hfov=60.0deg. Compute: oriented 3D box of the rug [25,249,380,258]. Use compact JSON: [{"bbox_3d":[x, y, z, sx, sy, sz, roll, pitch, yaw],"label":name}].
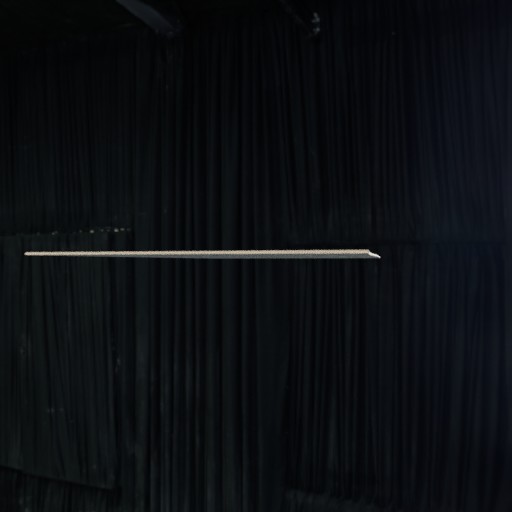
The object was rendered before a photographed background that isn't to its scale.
[{"bbox_3d":[0.000,0.000,2.887,1.526,0.014,2.290,0,-1,16],"label":"rug"}]
